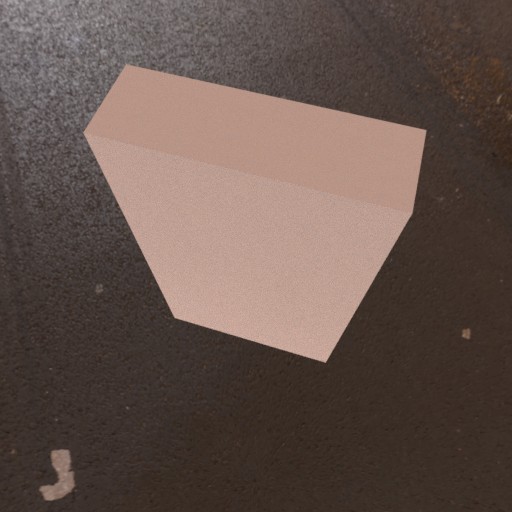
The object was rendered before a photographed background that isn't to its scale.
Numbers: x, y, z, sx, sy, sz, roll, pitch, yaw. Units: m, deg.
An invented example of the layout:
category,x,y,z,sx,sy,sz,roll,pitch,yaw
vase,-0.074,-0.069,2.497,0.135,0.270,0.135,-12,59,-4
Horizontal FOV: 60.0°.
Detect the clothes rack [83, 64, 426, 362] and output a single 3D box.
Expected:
category,x,y,z,sx,sy,sz,roll,pitch,yaw
clothes rack,0.000,0.000,1.588,0.750,1.280,0.250,15,64,8
